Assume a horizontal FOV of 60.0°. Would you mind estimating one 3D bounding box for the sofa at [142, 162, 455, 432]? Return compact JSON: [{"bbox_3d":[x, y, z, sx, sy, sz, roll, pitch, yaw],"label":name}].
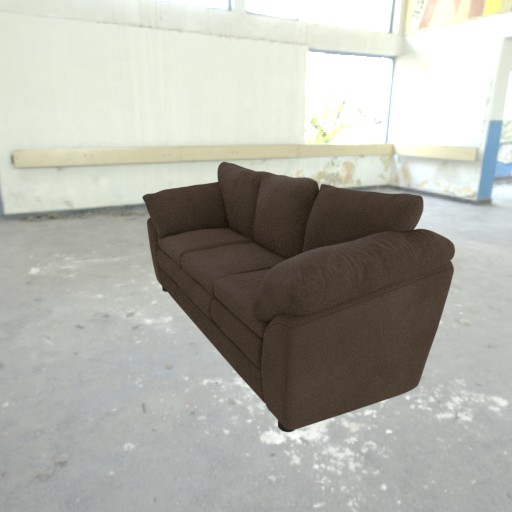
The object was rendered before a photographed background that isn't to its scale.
[{"bbox_3d":[0.000,0.000,2.799,0.878,1.015,2.336,-8,18,-25],"label":"sofa"}]
